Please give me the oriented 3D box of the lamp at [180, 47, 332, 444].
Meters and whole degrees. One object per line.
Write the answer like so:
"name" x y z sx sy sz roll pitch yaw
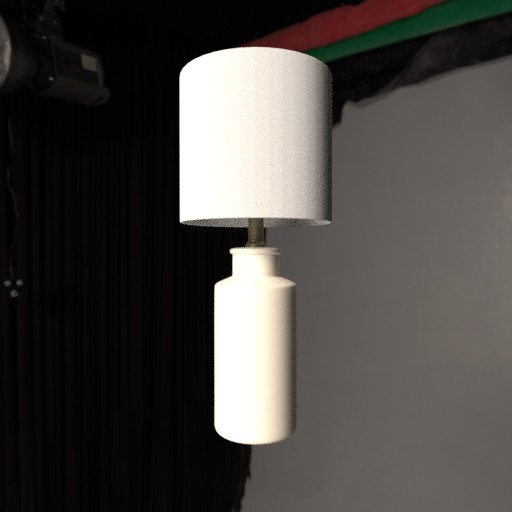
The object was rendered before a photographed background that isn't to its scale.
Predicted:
"lamp" 0.000 0.000 0.628 0.212 0.493 0.212 1 1 37
